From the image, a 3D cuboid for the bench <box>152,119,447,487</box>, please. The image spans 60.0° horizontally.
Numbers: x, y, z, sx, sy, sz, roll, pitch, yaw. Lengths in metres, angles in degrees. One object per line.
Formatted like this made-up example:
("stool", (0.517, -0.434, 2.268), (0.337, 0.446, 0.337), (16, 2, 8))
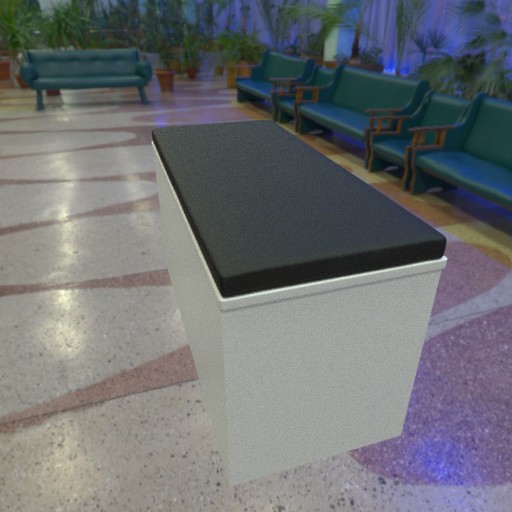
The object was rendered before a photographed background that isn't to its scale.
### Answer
("bench", (0.000, 0.000, 1.175), (0.401, 0.500, 0.899), (-9, 31, -15))
